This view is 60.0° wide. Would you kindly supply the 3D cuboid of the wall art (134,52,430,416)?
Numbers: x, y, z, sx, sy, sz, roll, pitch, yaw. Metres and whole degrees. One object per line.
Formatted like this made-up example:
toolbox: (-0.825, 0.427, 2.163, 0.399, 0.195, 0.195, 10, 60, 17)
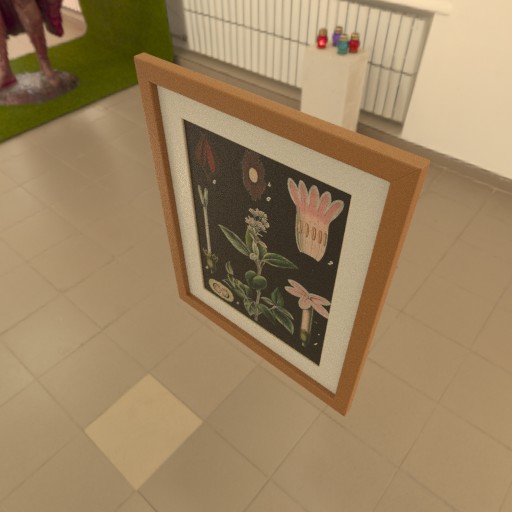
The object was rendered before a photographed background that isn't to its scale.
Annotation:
wall art: (0.000, 0.000, 0.512, 0.310, 0.379, 0.015, 31, 53, 27)
